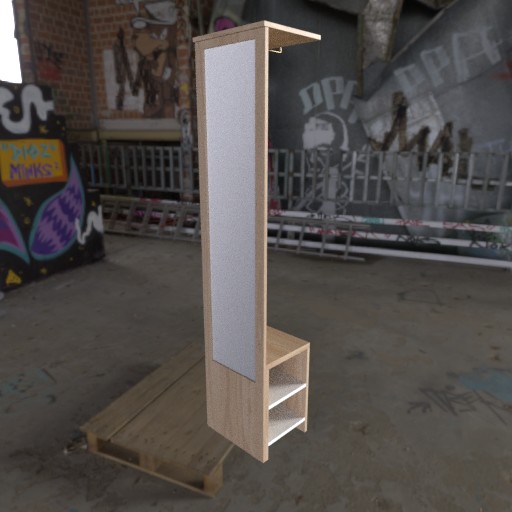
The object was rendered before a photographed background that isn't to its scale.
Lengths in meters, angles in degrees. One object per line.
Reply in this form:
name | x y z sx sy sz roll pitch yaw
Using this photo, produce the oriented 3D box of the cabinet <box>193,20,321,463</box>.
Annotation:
cabinet | 0.000 0.000 2.076 0.411 1.879 0.338 14 21 42
